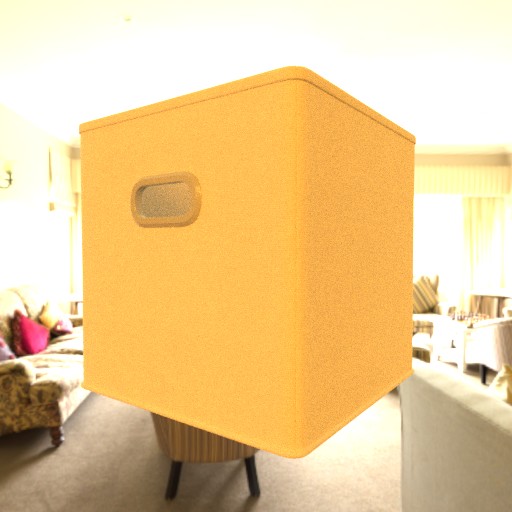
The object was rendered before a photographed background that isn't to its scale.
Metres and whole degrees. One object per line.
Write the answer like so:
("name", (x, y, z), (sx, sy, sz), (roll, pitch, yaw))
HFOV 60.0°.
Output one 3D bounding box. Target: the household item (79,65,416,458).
("household item", (0.000, 0.000, 0.547), (0.305, 0.305, 0.305), (1, 2, 36))
